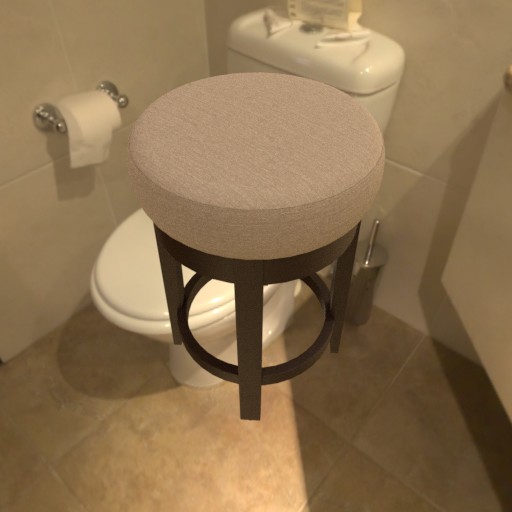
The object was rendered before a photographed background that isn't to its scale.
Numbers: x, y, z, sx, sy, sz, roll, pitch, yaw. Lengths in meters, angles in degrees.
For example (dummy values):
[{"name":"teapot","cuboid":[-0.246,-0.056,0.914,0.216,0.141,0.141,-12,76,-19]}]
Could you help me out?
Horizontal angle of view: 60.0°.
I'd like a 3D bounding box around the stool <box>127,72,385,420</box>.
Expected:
[{"name":"stool","cuboid":[0.000,0.000,0.970,0.443,0.672,0.443,0,46,0]}]
